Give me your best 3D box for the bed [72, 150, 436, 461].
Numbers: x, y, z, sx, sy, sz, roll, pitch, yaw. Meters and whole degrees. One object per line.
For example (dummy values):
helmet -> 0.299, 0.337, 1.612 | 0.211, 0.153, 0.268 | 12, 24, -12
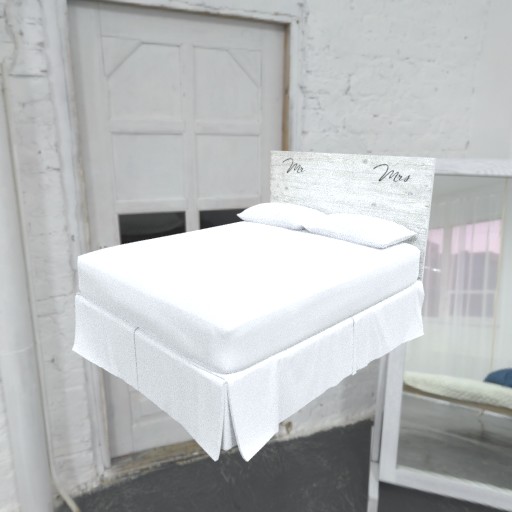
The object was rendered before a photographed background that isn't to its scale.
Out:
bed -> 0.000, 0.000, 3.146 | 2.094, 1.335, 1.745 | -15, 22, -42
